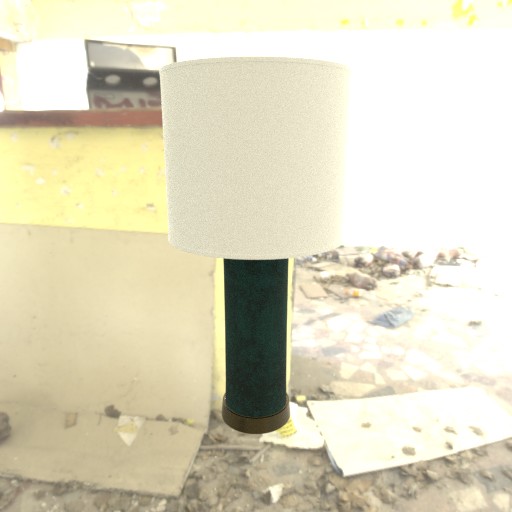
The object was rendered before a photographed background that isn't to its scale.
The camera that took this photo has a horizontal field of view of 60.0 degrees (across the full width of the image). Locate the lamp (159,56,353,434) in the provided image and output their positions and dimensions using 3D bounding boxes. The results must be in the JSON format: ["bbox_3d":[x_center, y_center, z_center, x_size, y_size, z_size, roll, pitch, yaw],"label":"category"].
[{"bbox_3d":[0.000,0.000,0.782,0.301,0.630,0.301,7,17,26],"label":"lamp"}]
